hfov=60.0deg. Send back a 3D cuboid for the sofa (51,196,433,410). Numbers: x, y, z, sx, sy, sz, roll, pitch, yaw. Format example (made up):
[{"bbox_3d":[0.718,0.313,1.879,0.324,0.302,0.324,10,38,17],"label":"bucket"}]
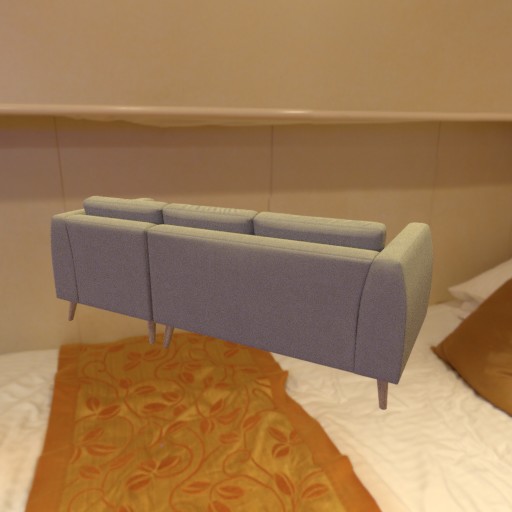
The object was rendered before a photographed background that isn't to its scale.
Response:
[{"bbox_3d":[0.000,0.000,3.102,2.300,0.860,1.580,8,18,27],"label":"sofa"}]
